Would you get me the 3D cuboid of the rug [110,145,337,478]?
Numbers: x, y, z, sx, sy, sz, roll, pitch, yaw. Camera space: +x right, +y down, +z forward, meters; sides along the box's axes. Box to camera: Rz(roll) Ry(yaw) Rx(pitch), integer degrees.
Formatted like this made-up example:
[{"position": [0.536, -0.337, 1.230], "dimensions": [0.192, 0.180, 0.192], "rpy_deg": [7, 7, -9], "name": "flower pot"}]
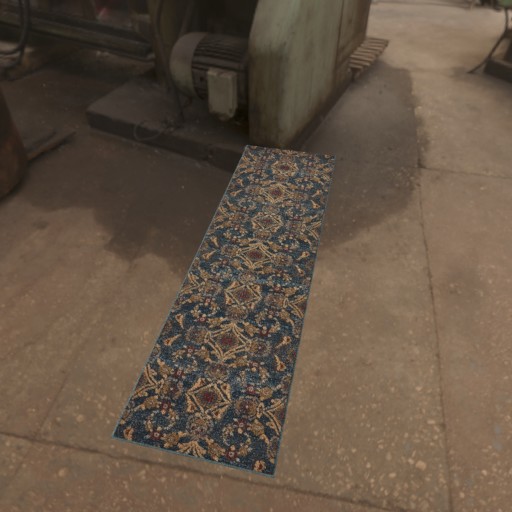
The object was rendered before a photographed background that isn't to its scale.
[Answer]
[{"position": [0.000, 0.000, 2.527], "dimensions": [0.685, 0.014, 2.292], "rpy_deg": [9, 46, 9], "name": "rug"}]
